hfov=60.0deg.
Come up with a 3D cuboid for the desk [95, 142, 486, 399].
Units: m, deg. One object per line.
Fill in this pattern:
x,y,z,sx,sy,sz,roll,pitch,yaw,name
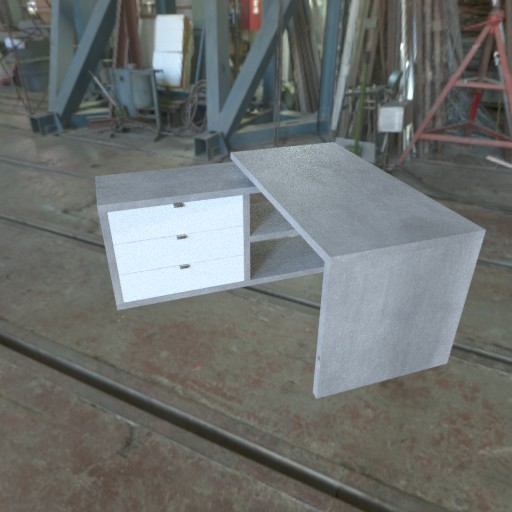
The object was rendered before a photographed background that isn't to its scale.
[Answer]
0.000,0.000,2.352,1.500,0.740,1.400,-10,31,-16,desk
